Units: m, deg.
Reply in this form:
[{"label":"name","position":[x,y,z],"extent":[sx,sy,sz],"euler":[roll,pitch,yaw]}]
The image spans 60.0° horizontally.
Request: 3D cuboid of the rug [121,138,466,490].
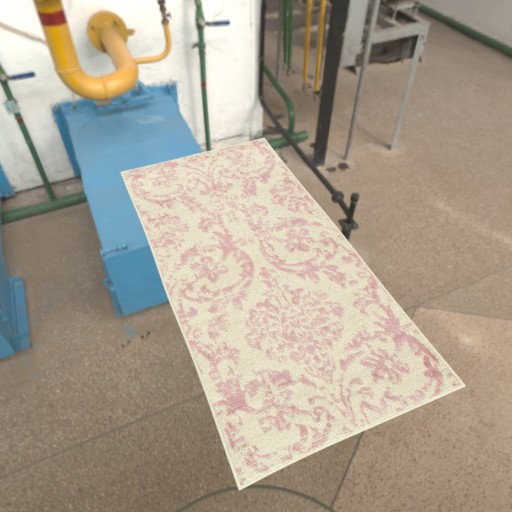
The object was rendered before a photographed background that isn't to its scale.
[{"label":"rug","position":[0.000,0.000,1.396],"extent":[0.604,0.007,1.219],"euler":[-18,49,-16]}]
